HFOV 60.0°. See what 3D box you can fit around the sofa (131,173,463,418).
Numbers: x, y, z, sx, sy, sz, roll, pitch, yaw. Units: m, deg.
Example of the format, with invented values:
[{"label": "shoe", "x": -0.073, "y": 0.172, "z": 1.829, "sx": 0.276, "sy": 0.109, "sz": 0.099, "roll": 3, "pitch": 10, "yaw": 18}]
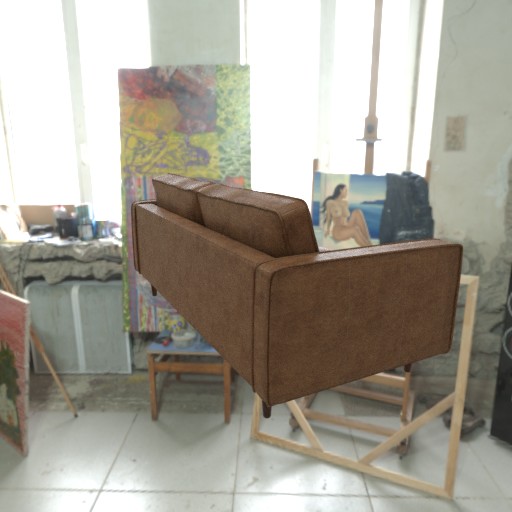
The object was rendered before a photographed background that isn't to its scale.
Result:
[{"label": "sofa", "x": 0.000, "y": 0.000, "z": 2.429, "sx": 0.924, "sy": 0.825, "sz": 1.920, "roll": -7, "pitch": 16, "yaw": -27}]
